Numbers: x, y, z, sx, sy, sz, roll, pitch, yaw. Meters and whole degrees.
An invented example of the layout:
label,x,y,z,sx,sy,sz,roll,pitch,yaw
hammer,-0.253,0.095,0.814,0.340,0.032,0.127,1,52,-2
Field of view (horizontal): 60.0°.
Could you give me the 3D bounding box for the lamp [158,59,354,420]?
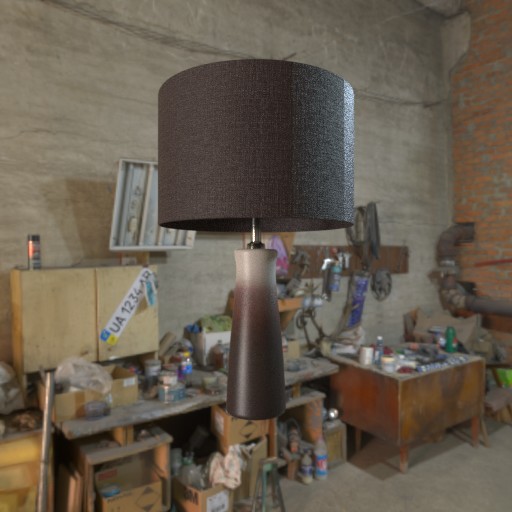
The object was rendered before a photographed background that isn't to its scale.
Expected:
label,x,y,z,sx,sy,sz,roll,pitch,yaw
lamp,0.000,0.000,0.700,0.303,0.488,0.303,0,0,0
